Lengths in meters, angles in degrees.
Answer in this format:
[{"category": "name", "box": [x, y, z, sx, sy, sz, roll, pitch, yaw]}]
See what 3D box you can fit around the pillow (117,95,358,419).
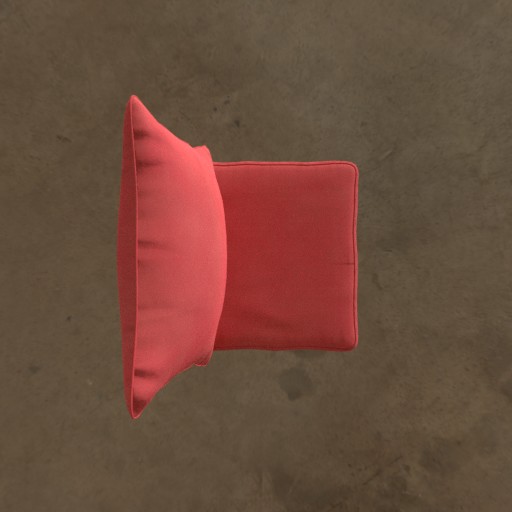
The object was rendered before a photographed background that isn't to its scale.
[{"category": "pillow", "box": [0.000, 0.000, 1.381, 0.733, 0.725, 0.798, 0, 90, 1]}]
